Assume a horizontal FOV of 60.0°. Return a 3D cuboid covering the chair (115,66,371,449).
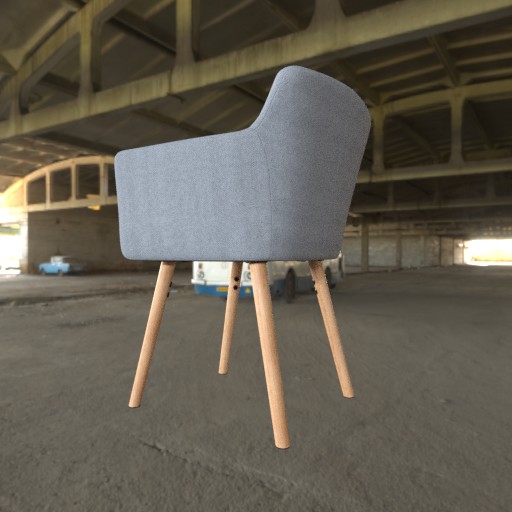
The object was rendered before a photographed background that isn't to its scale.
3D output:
[{"bbox_3d":[0.000,0.000,1.166,0.540,0.780,0.570,0,0,33],"label":"chair"}]
